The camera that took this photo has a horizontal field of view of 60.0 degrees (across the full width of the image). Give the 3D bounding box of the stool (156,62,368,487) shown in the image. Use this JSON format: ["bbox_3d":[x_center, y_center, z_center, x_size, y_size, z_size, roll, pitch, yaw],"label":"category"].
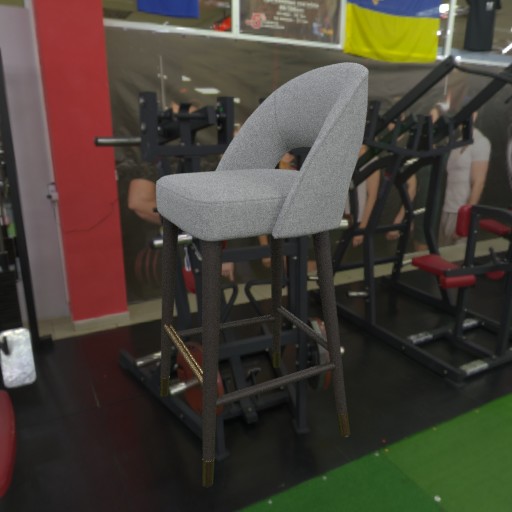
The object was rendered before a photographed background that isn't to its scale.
[{"bbox_3d":[0.000,0.000,1.266,0.509,1.037,0.494,-8,18,-25],"label":"stool"}]
